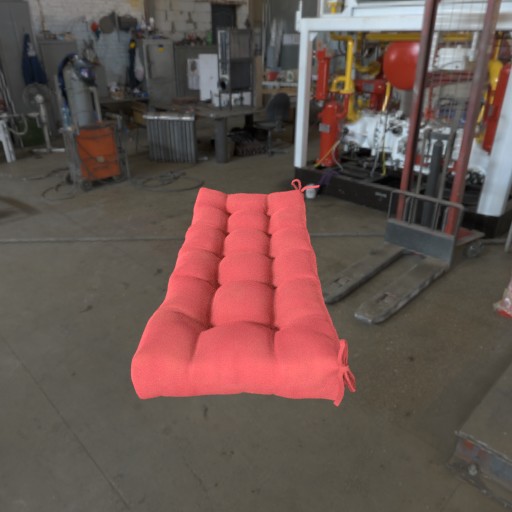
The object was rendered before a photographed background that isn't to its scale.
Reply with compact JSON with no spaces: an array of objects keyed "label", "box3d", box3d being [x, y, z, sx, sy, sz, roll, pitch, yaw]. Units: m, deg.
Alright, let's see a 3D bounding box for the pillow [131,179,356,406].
[{"label":"pillow","box3d":[0.000,0.000,1.381,0.511,0.174,1.194,0,26,1]}]
